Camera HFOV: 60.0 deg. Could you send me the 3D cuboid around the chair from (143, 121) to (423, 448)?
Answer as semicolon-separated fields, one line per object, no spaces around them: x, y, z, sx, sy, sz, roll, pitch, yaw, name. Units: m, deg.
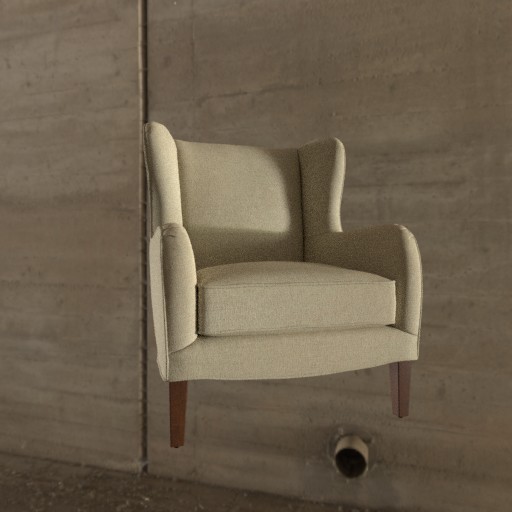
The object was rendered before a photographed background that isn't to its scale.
0.000;0.000;1.719;0.838;1.040;0.966;0;1;-17;chair
